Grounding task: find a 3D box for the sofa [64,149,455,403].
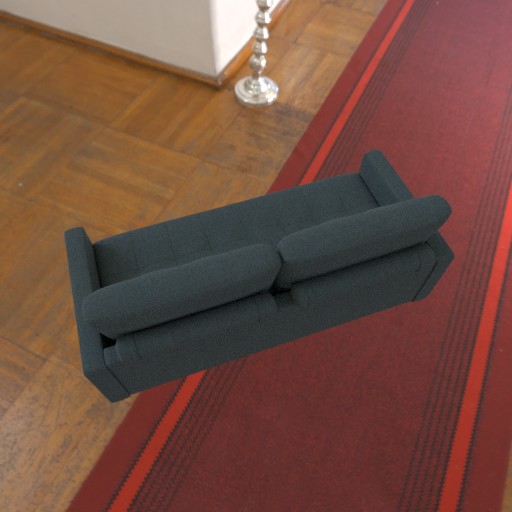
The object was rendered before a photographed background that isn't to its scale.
[{"bbox_3d":[0.000,0.000,2.575,2.010,1.050,0.966,-16,58,-10],"label":"sofa"}]
